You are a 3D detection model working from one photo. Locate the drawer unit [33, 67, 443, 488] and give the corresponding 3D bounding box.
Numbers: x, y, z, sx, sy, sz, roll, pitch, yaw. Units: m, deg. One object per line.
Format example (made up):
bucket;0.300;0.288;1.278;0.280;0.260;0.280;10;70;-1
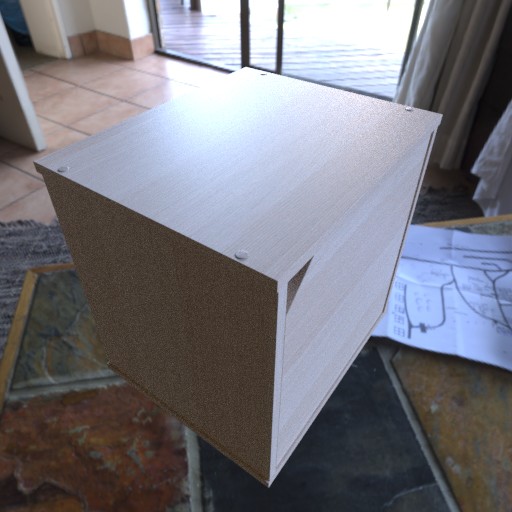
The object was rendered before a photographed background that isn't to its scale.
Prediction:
drawer unit;0.000;0.000;0.591;0.290;0.344;0.349;25;47;26
